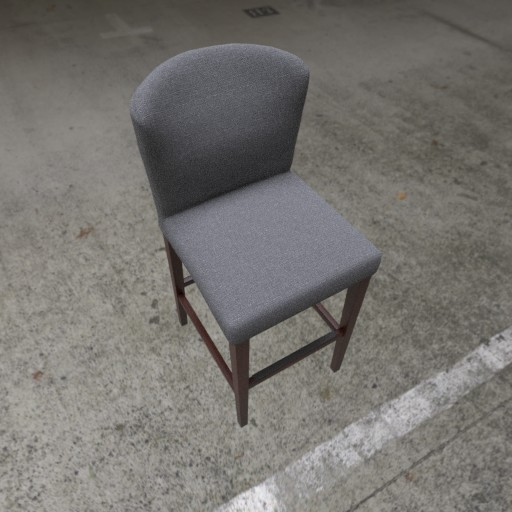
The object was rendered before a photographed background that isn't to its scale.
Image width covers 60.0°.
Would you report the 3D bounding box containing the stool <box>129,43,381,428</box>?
[{"bbox_3d":[0.000,0.000,1.367,0.486,1.069,0.568,-24,53,-20],"label":"stool"}]
